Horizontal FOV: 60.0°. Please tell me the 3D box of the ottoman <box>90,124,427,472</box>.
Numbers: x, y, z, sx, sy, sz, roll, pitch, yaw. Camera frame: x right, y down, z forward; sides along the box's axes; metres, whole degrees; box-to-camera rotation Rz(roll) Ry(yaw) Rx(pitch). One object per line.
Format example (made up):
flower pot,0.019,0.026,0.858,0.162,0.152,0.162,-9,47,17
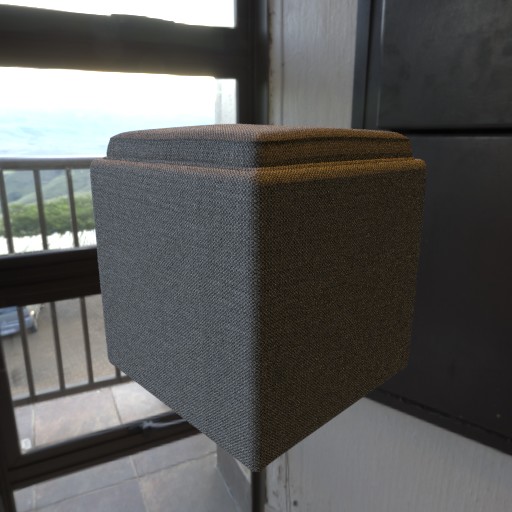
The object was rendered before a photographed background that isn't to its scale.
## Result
ottoman,0.000,0.000,0.855,0.436,0.487,0.454,-14,21,-42
